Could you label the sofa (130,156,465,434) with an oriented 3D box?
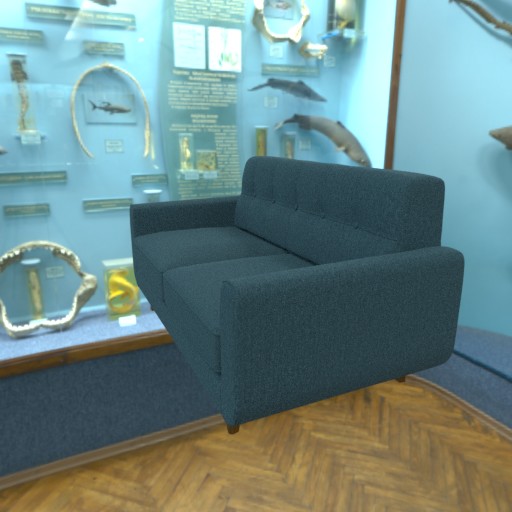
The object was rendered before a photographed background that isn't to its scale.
[{"bbox_3d":[0.000,0.000,2.176,0.942,0.896,1.651,-7,17,-24],"label":"sofa"}]
